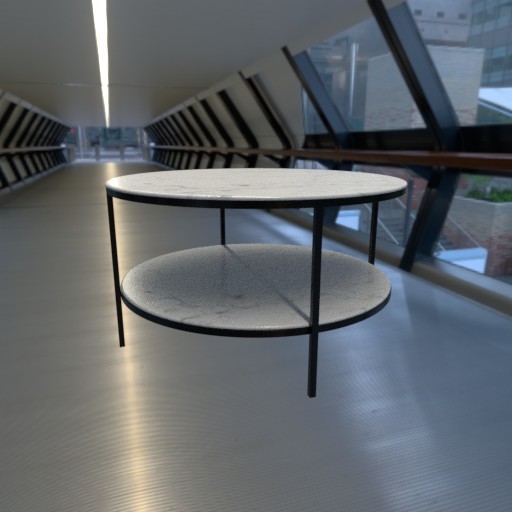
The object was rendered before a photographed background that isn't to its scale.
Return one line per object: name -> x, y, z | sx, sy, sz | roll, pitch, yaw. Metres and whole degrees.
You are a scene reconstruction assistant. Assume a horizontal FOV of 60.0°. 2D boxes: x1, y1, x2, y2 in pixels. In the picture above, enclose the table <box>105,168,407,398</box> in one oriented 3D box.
table -> 0.000, 0.000, 1.292 | 0.800, 0.450, 0.800 | 0, 15, 0
